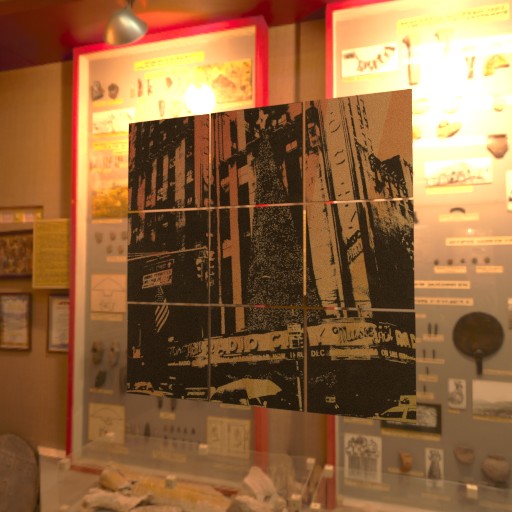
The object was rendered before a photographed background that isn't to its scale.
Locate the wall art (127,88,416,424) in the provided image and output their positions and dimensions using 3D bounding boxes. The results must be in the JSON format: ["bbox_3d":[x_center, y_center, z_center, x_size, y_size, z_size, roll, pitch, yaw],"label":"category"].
[{"bbox_3d":[0.000,0.000,1.362,0.919,0.917,0.010,-1,-2,19],"label":"wall art"}]
